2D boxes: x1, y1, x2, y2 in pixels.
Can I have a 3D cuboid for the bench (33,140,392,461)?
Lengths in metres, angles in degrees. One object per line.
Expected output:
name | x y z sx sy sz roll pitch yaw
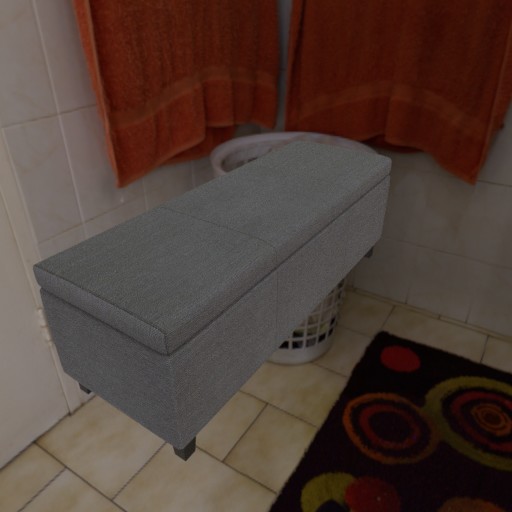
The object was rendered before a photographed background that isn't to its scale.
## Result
bench | 0.000 0.000 1.479 0.446 0.438 1.269 19 36 29
